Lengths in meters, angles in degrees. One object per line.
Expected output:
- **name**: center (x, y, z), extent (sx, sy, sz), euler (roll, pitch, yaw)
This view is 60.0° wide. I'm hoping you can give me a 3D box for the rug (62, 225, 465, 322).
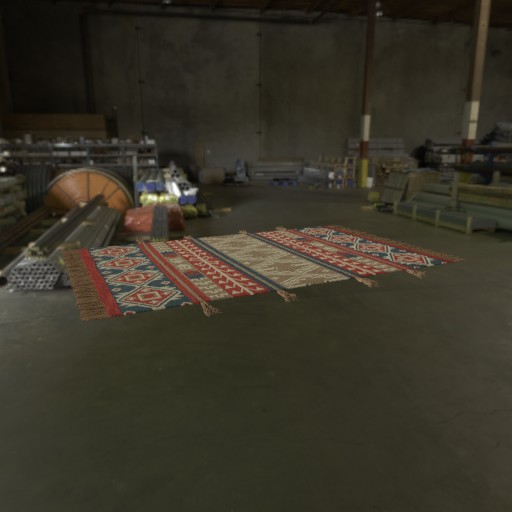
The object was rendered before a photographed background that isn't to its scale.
- **rug**: center (0.000, 0.000, 3.104), extent (2.450, 0.048, 1.778), euler (-7, 16, -25)
